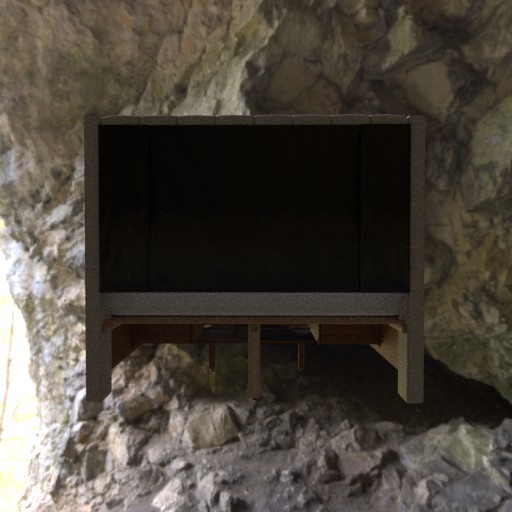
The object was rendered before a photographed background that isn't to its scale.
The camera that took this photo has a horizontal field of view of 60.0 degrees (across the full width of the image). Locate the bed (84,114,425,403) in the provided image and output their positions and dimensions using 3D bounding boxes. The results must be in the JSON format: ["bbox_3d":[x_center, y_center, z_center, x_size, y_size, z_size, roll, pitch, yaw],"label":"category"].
[{"bbox_3d":[0.000,0.000,3.830,2.044,1.748,2.372,0,1,1],"label":"bed"}]
